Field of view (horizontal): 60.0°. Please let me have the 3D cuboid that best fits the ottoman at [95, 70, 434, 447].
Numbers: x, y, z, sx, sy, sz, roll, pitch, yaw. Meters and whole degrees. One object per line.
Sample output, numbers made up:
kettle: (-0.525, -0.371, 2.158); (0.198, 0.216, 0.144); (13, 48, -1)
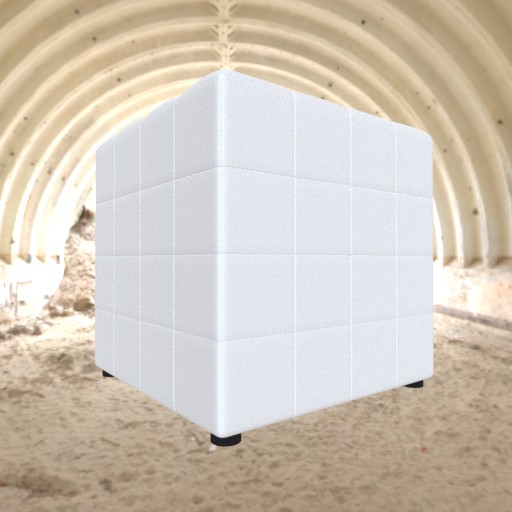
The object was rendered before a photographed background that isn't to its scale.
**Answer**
ottoman: (0.000, 0.000, 0.775); (0.425, 0.432, 0.425); (0, -1, -38)
